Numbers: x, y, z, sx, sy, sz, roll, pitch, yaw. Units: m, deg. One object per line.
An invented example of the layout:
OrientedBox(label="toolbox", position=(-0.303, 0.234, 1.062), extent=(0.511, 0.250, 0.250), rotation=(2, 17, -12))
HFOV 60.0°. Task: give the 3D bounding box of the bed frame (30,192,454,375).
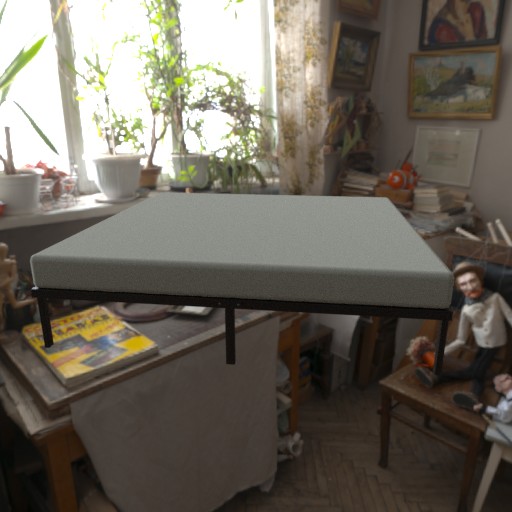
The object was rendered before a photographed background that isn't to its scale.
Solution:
OrientedBox(label="bed frame", position=(0.000, 0.000, 3.941), extent=(2.635, 0.680, 2.526), rotation=(2, 18, 7))
